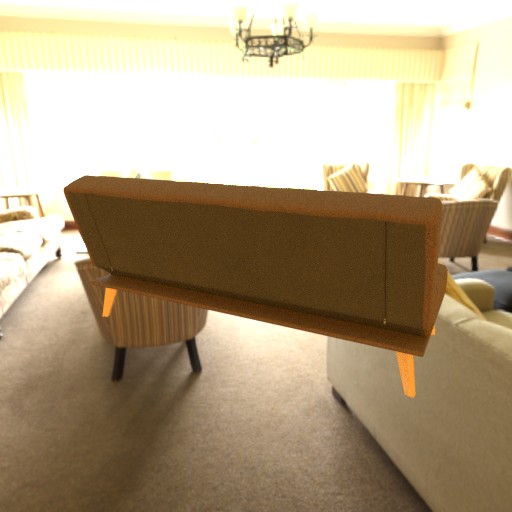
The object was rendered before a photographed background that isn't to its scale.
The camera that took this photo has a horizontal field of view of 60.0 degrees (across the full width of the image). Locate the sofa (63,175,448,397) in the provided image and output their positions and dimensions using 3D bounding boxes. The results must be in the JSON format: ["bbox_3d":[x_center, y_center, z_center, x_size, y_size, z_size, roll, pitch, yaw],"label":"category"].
[{"bbox_3d":[0.000,0.000,2.306,1.800,0.810,0.860,8,18,27],"label":"sofa"}]
